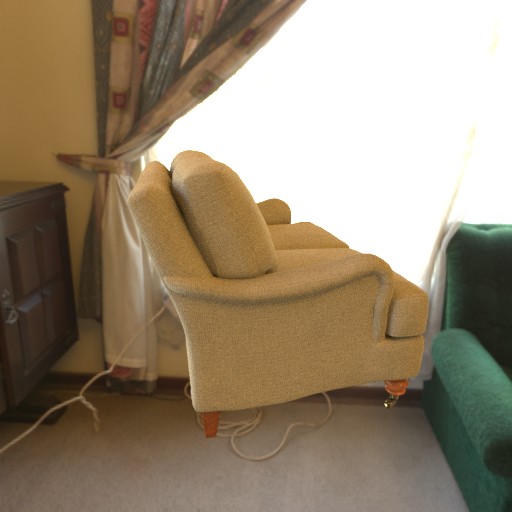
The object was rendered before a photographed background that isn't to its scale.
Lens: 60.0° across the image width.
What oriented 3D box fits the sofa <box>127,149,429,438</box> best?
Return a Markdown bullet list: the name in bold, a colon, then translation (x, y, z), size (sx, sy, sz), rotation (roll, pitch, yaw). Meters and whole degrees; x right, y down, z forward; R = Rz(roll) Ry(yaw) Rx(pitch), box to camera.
- **sofa**: translation (0.000, 0.000, 2.220), size (1.087, 0.999, 1.480), rotation (-3, 16, -11)
